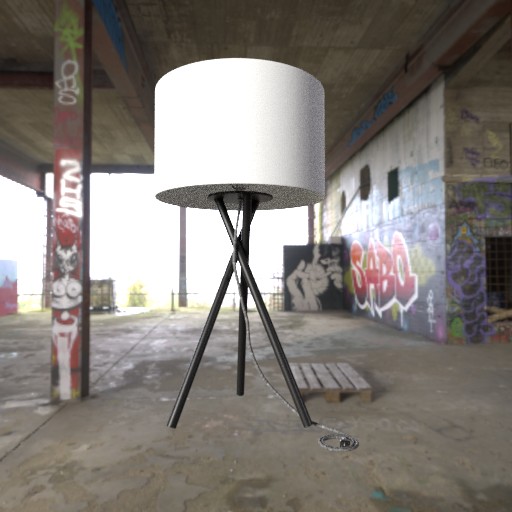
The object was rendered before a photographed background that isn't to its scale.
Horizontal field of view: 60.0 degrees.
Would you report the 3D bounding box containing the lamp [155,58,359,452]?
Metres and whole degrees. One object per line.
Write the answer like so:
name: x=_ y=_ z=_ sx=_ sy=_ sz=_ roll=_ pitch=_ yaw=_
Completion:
lamp: x=0.000 y=0.000 z=0.922 sx=0.422 sy=0.674 sz=0.353 roll=-1 pitch=-2 yaw=16
